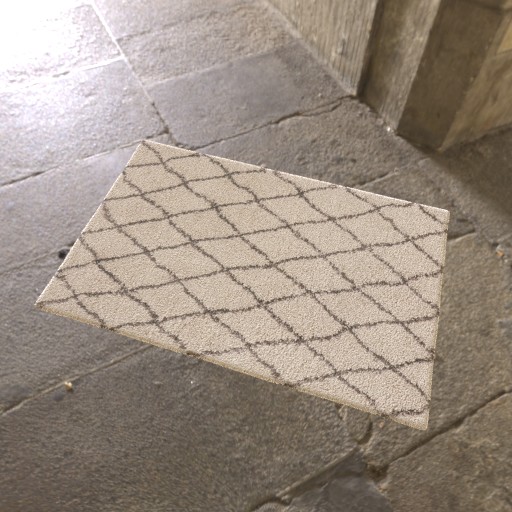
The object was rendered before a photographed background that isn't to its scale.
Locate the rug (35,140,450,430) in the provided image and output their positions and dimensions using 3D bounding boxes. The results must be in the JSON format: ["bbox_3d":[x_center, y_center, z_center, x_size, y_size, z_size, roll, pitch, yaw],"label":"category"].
[{"bbox_3d":[0.000,0.000,3.374,2.743,0.030,1.778,15,59,9],"label":"rug"}]
